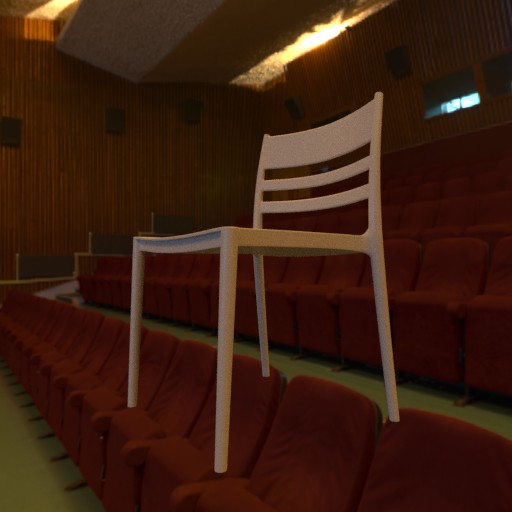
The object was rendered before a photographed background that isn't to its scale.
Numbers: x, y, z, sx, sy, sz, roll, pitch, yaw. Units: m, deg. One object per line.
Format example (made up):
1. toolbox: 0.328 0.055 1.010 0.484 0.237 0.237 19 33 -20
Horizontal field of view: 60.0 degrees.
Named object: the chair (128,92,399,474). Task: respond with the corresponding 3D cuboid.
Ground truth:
1. chair: 0.000 0.000 1.144 0.511 0.800 0.531 0 -1 -36
